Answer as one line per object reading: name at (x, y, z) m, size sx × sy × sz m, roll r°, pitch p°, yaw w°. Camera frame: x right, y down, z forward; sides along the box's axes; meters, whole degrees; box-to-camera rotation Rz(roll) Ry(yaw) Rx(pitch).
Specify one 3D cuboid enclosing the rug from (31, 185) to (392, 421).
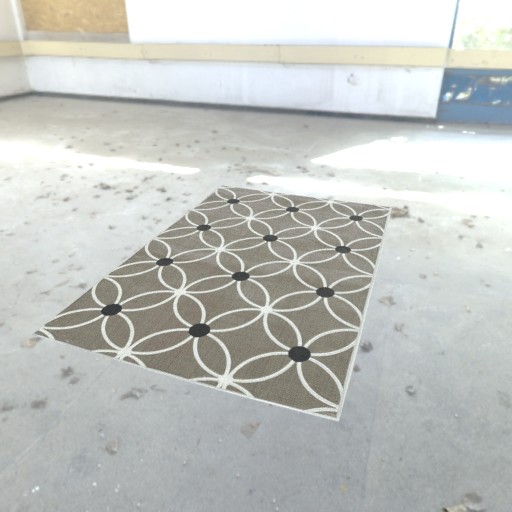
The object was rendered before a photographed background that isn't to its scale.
rug at (0.000, 0.000, 2.867) m, size 1.522 × 0.008 × 2.284 m, roll 10°, pitch 30°, yaw 17°
